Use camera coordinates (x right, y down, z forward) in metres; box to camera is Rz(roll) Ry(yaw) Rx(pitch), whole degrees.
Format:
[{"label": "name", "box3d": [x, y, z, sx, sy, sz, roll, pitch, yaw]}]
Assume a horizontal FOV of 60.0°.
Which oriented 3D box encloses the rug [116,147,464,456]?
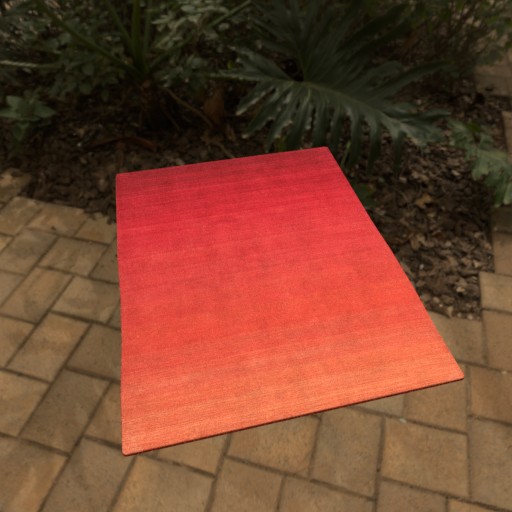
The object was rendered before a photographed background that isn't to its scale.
[{"label": "rug", "box3d": [0.000, 0.000, 3.840, 2.340, 0.028, 2.905, -10, 48, -9]}]
